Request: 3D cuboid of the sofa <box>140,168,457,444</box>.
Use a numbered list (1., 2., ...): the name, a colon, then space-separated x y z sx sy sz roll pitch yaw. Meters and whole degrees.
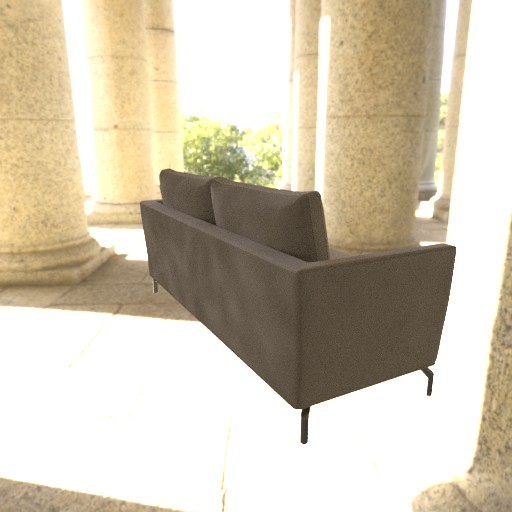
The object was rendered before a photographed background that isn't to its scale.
1. sofa: 0.000 0.000 2.749 0.868 1.005 2.214 -8 16 -28
